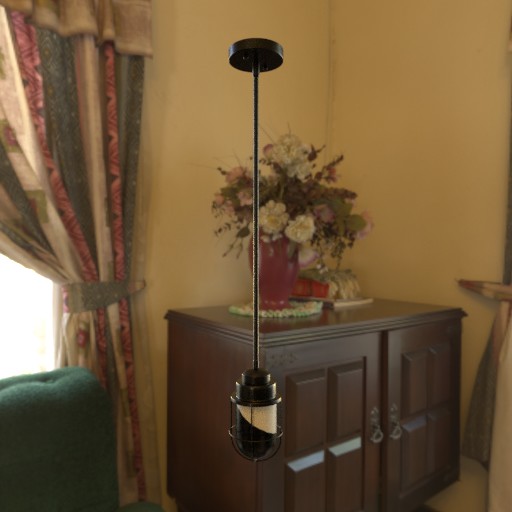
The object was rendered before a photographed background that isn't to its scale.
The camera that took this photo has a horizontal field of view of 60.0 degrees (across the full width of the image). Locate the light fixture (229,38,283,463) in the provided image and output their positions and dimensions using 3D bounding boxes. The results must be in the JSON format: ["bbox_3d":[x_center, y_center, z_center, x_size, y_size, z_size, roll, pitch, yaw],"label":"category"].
[{"bbox_3d":[0.000,0.000,0.995,0.123,0.920,0.123,0,0,37],"label":"light fixture"}]
